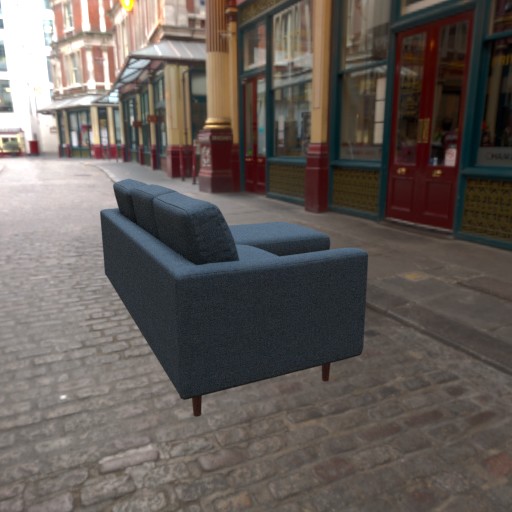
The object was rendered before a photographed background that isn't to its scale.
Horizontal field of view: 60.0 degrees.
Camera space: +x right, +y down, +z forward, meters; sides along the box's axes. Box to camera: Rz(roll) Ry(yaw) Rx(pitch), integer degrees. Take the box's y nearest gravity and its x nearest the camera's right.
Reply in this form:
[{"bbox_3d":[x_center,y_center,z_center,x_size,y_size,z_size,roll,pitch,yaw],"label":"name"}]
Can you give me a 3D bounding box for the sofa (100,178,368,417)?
[{"bbox_3d":[0.000,0.000,2.919,1.667,0.957,2.055,-7,15,-26],"label":"sofa"}]
